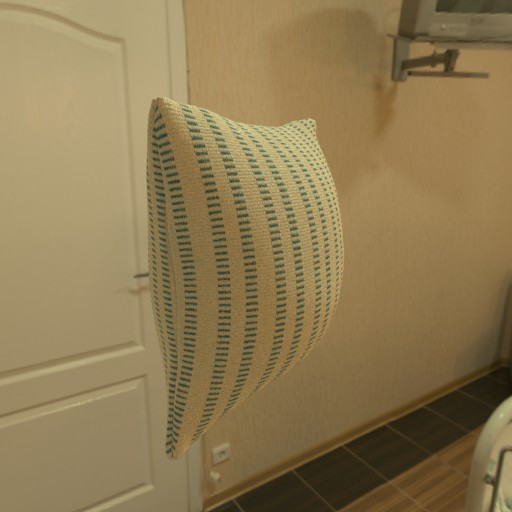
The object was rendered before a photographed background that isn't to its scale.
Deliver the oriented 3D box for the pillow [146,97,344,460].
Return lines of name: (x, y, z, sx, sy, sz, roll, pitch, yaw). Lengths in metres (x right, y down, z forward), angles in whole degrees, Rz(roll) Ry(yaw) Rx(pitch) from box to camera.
pillow: (0.000, 0.000, 0.670, 0.247, 0.419, 0.438, 7, 16, 27)
